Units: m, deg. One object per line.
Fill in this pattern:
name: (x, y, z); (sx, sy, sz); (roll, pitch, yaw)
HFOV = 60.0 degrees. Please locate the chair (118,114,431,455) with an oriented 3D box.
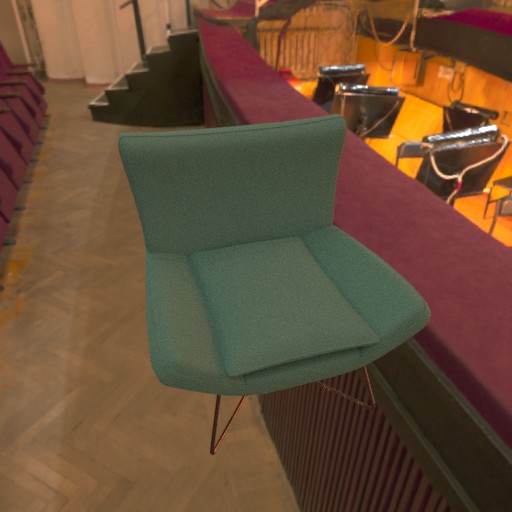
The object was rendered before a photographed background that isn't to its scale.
chair: (0.000, 0.000, 1.644); (0.859, 0.855, 1.008); (-10, 34, -14)
